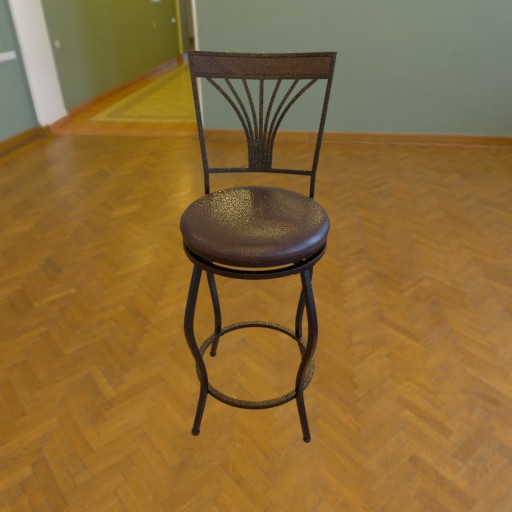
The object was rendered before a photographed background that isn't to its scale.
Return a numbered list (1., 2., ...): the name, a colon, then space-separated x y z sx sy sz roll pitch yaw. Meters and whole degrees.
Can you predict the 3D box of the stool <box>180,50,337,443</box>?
1. stool: 0.000 0.000 1.378 0.433 1.117 0.514 2 31 4
